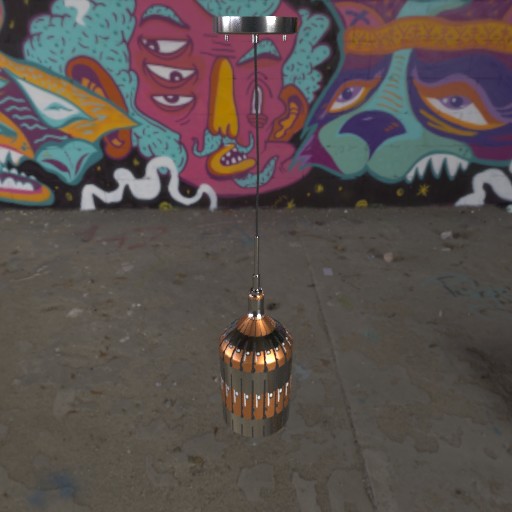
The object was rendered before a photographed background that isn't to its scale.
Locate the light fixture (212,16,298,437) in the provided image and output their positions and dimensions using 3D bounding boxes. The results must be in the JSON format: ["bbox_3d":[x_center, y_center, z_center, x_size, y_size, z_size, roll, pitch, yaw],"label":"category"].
[{"bbox_3d":[0.000,0.000,1.621,0.303,1.535,0.303,0,27,0],"label":"light fixture"}]
